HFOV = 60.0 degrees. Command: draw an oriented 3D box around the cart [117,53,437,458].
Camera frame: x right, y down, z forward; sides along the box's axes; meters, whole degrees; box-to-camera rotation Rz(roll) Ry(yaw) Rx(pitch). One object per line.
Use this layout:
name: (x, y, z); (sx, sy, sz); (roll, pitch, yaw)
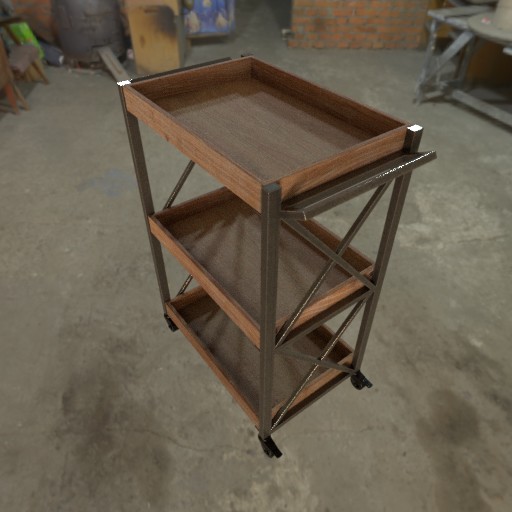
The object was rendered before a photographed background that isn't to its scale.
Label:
cart: (0.000, 0.000, 1.188); (0.377, 0.835, 0.673); (-26, 47, -27)
